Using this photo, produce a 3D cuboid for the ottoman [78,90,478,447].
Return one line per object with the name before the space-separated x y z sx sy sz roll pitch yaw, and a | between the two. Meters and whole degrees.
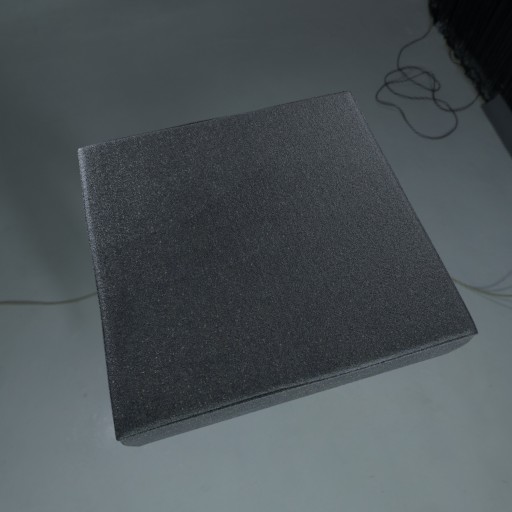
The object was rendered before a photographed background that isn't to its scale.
ottoman | 0.000 0.000 1.504 1.004 0.382 0.968 -14 64 -7
